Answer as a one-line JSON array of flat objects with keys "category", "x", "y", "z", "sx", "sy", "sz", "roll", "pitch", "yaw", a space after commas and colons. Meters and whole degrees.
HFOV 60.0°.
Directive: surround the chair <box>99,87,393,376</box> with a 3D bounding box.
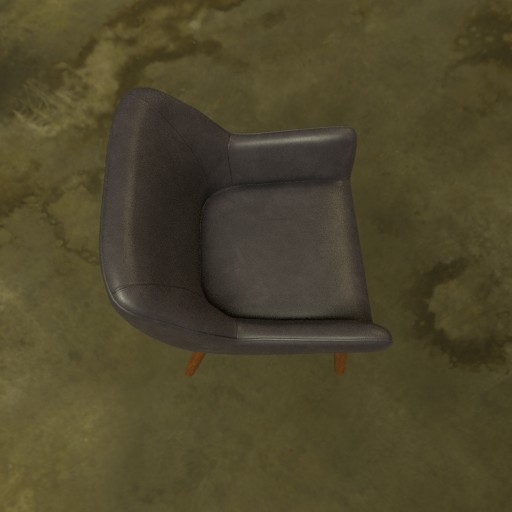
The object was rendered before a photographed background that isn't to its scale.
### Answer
[{"category": "chair", "x": 0.000, "y": 0.000, "z": 1.244, "sx": 0.610, "sy": 0.828, "sz": 0.610, "roll": -3, "pitch": 66, "yaw": -1}]
